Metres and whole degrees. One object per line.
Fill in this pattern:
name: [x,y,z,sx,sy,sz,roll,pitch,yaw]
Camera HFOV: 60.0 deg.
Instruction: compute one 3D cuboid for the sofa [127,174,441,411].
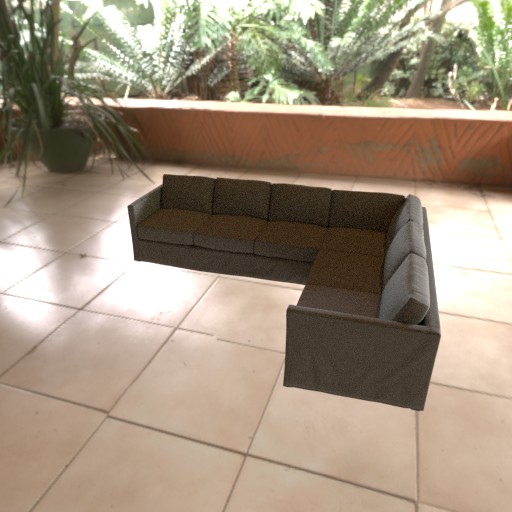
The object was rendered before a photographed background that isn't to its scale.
sofa: [0.000,0.000,4.342,3.182,0.871,2.432,8,28,15]
